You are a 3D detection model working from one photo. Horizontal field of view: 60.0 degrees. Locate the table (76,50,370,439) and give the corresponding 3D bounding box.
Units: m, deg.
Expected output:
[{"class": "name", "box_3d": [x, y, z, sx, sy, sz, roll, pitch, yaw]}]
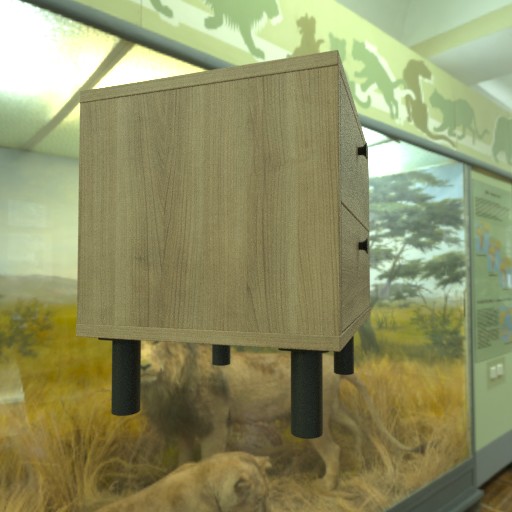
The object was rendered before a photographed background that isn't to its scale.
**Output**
[{"class": "table", "box_3d": [0.000, 0.000, 0.772, 0.380, 0.460, 0.445, -1, -2, 19]}]
